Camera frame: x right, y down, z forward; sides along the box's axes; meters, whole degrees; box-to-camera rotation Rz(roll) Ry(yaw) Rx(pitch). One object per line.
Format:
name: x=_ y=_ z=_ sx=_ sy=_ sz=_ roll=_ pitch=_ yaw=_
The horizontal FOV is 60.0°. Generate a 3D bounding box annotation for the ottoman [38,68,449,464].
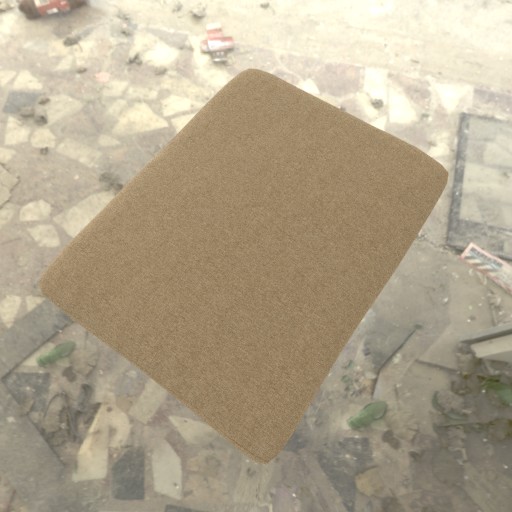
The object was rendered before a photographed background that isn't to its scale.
ottoman: x=0.000 y=0.000 z=1.283 sx=0.692 sy=0.511 sz=0.889 roll=33 pitch=69 yaw=14
